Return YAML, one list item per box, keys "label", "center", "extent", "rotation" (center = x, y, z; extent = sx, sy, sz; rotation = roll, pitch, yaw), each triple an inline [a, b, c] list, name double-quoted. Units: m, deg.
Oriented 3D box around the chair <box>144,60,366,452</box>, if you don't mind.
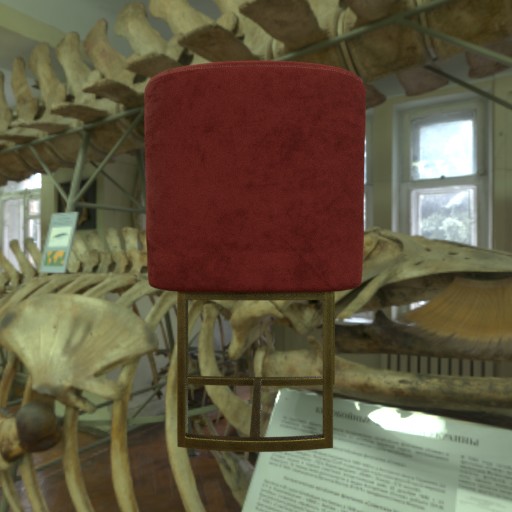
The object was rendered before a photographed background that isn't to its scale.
- label: "chair"
  center: [0.000, 0.000, 1.186]
  extent: [0.530, 0.824, 0.560]
  rotation: [0, 0, 1]
